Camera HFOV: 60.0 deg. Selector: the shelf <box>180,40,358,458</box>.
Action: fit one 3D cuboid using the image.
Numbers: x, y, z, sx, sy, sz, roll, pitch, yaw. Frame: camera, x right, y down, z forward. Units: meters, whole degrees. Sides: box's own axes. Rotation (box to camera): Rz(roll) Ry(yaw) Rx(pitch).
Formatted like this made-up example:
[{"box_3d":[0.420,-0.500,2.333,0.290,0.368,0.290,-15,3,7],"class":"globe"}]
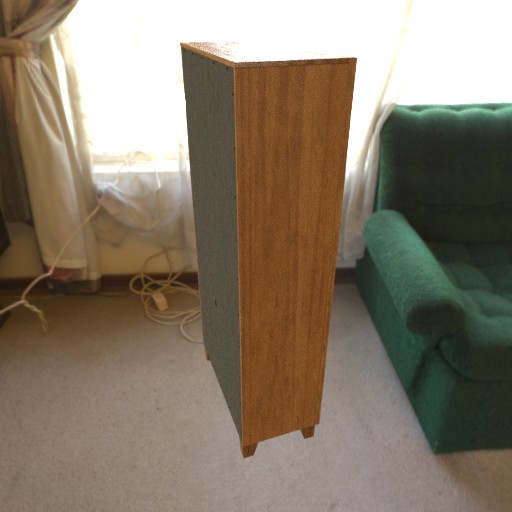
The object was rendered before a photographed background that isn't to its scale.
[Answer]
[{"box_3d":[0.000,0.000,2.269,0.453,1.930,0.864,-10,31,-17],"class":"shelf"}]
